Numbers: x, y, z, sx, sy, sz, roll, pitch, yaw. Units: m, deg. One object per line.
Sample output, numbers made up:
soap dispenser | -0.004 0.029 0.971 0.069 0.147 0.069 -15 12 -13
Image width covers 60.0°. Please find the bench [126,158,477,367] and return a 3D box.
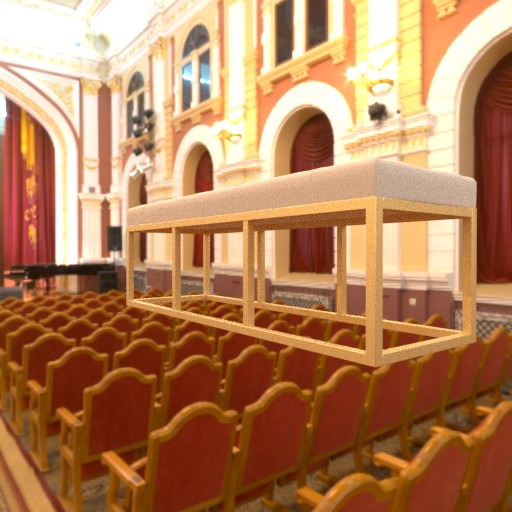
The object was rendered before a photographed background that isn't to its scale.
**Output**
bench | 0.000 0.000 1.704 0.457 0.484 1.473 0 1 -38
